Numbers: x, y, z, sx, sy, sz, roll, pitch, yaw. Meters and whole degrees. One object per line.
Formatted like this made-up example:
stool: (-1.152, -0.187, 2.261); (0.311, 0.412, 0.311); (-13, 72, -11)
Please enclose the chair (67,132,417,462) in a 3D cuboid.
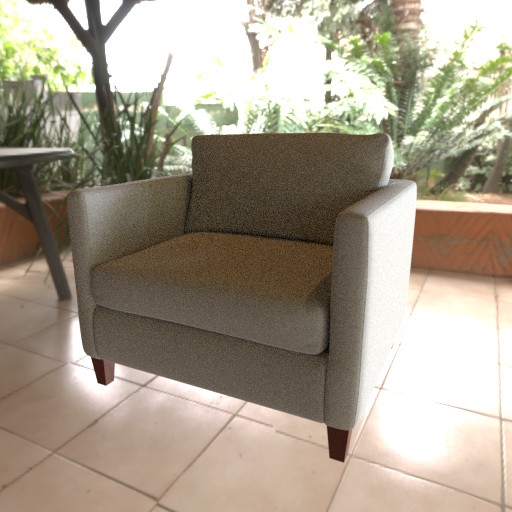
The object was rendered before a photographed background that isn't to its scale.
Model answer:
chair: (0.000, 0.000, 1.790); (1.107, 0.961, 0.953); (8, 17, 25)
